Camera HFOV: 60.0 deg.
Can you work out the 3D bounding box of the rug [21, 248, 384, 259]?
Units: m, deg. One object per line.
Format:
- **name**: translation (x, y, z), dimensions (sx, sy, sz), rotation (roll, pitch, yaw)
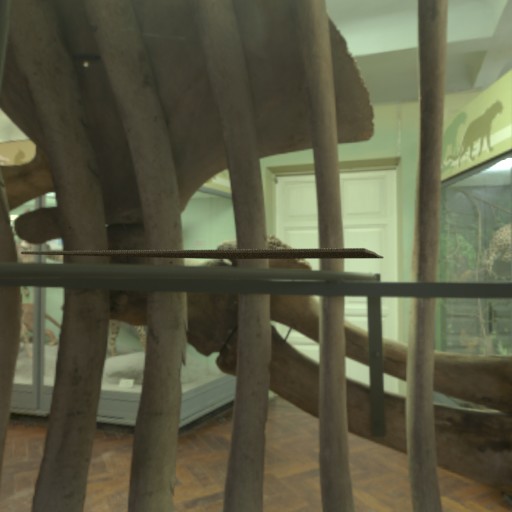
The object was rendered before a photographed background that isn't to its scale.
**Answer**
- **rug**: translation (0.000, 0.000, 2.310), dimensions (1.240, 0.010, 1.824), rotation (0, -1, 18)
